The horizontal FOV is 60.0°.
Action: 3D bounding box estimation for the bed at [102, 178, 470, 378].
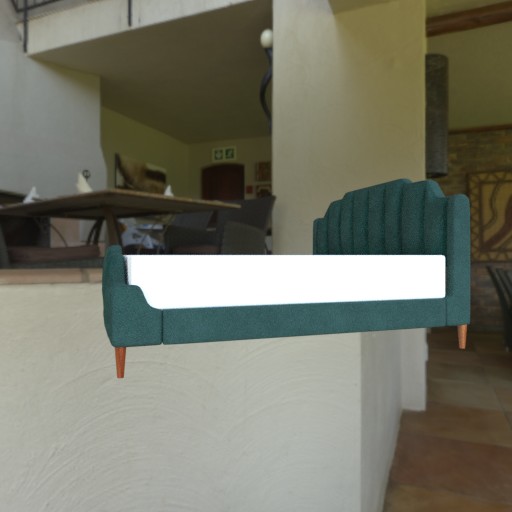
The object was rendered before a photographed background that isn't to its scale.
[{"bbox_3d":[0.000,0.000,3.568,2.340,1.245,2.074,0,0,-19],"label":"bed"}]
